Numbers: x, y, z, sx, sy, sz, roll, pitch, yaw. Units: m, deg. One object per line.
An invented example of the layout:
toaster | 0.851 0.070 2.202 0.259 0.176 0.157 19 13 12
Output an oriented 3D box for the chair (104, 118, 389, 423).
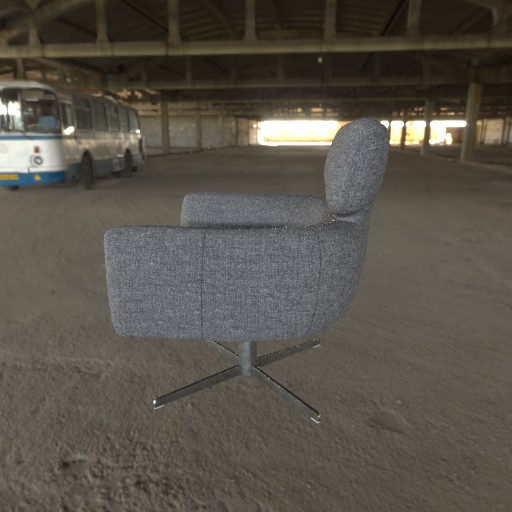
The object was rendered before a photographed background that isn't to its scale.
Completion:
chair | 0.000 0.000 1.370 0.715 0.812 0.706 2 16 8
